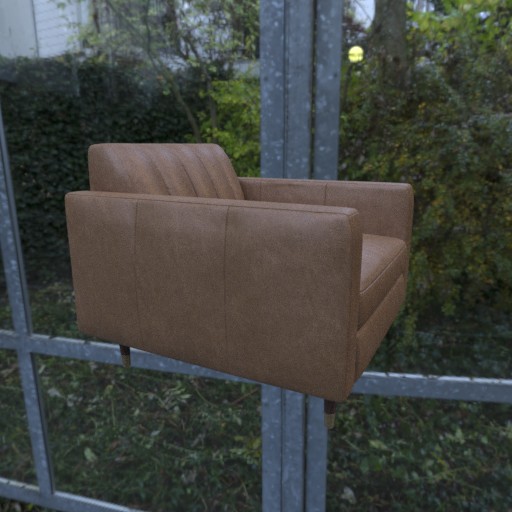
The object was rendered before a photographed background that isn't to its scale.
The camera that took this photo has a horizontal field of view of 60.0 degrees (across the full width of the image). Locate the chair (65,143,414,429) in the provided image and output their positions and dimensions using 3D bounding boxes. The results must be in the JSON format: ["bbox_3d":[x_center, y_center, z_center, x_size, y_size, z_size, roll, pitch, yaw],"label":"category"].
[{"bbox_3d":[0.000,0.000,1.664,0.998,0.819,0.953,7,16,27],"label":"chair"}]
